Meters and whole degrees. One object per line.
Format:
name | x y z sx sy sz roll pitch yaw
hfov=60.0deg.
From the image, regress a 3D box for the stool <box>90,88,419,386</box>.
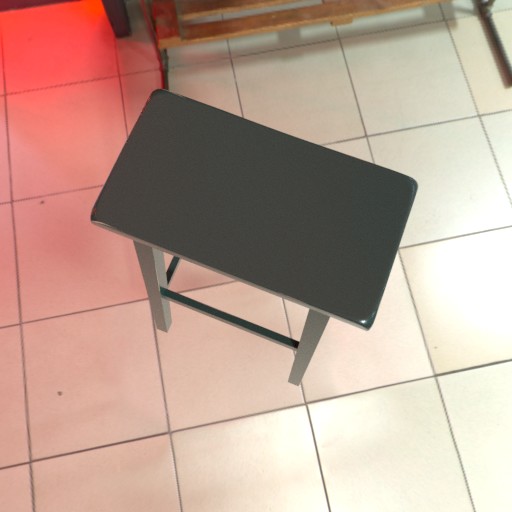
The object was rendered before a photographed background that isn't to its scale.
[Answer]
stool | 0.000 0.000 1.019 0.457 0.737 0.476 21 77 5
